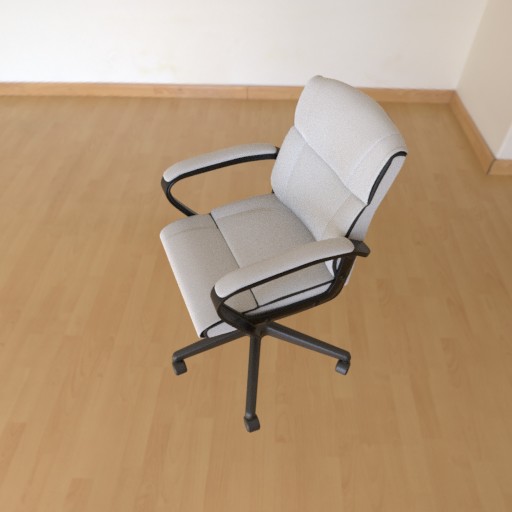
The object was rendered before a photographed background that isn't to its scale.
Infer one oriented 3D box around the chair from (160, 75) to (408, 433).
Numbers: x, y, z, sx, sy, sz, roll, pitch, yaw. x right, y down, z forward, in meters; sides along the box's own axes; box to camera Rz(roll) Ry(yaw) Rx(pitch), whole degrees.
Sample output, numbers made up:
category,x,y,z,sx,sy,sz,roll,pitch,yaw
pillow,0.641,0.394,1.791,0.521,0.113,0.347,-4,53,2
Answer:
category,x,y,z,sx,sy,sz,roll,pitch,yaw
chair,0.000,0.000,1.491,0.717,1.004,0.739,-17,49,-15
